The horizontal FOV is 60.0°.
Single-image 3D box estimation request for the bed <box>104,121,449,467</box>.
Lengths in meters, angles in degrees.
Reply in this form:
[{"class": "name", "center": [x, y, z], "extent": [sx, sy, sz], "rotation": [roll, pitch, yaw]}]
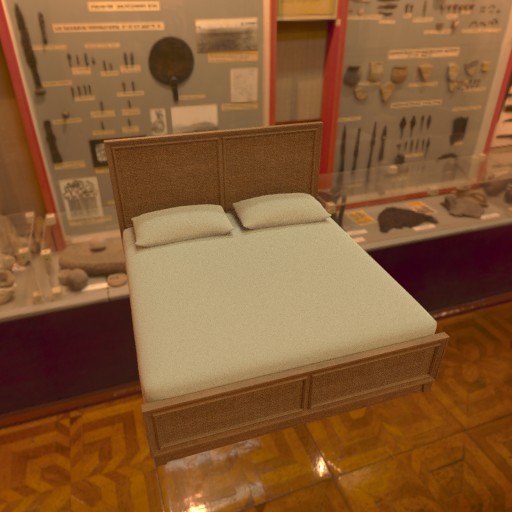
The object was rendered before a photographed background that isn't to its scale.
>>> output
[{"class": "bed", "center": [0.000, 0.000, 3.477], "extent": [2.003, 1.387, 2.184], "rotation": [-9, 33, -15]}]
